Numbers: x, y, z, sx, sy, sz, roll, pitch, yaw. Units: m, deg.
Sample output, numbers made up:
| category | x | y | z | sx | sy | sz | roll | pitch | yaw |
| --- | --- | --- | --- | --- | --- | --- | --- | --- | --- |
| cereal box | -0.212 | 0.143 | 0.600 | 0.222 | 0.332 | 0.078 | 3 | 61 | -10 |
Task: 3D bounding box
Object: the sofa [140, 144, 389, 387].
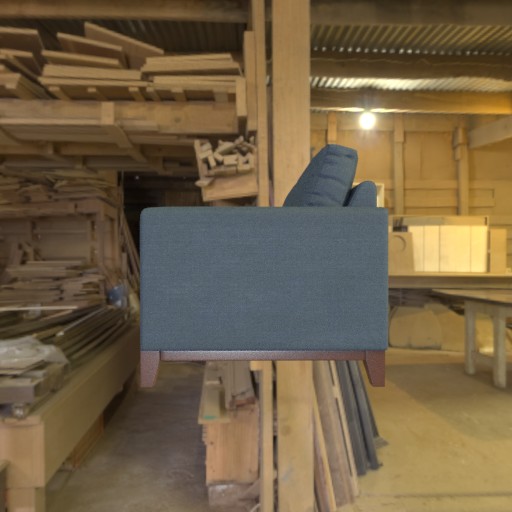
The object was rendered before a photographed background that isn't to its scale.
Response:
| category | x | y | z | sx | sy | sz | roll | pitch | yaw |
| --- | --- | --- | --- | --- | --- | --- | --- | --- | --- |
| sofa | 0.000 | 0.000 | 2.431 | 0.877 | 0.865 | 1.900 | 0 | 1 | -1 |
